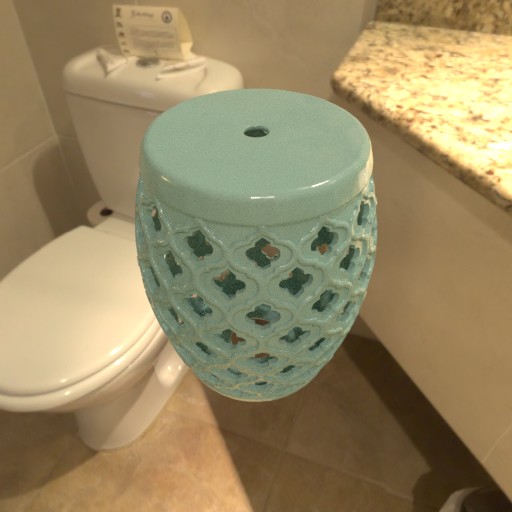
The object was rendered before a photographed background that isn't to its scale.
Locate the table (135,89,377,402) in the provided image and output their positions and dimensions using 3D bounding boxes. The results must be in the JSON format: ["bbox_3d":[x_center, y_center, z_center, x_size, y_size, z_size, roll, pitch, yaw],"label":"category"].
[{"bbox_3d":[0.000,0.000,0.638,0.325,0.388,0.325,0,42,0],"label":"table"}]
